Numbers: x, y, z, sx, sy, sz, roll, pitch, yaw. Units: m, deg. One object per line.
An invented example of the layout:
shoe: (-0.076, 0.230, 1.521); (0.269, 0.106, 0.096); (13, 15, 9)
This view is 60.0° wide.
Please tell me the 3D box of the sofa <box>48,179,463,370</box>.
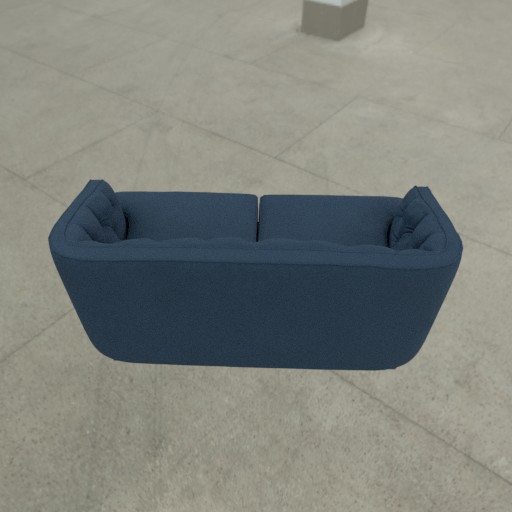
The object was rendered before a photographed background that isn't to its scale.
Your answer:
sofa: (0.000, 0.000, 2.245); (1.733, 0.854, 0.941); (1, 45, 1)
